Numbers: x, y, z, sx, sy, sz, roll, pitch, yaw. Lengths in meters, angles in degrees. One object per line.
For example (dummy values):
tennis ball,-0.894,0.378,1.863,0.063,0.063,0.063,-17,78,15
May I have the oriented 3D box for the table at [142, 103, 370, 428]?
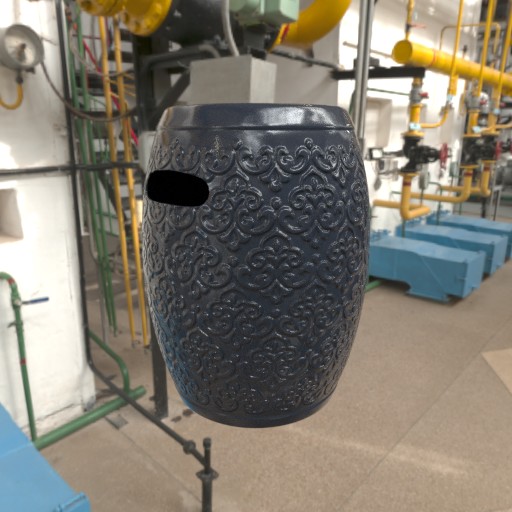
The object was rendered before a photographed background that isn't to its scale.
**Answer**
table,0.000,0.000,0.624,0.309,0.397,0.309,0,16,0
